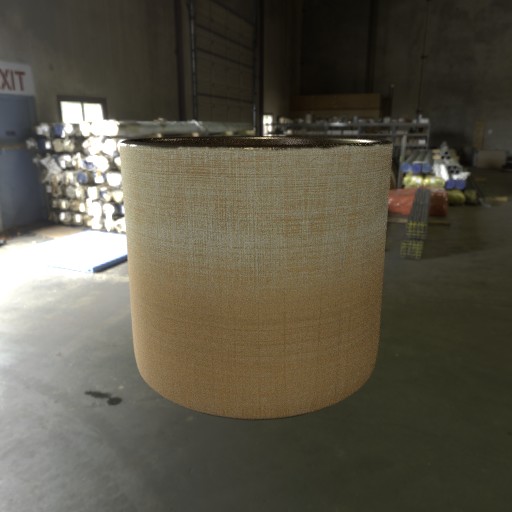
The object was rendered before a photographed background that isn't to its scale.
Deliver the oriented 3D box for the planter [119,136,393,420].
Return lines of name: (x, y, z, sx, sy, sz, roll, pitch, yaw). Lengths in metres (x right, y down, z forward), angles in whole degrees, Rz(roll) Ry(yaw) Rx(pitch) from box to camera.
planter: (0.000, 0.000, 0.393, 0.221, 0.201, 0.221, 0, 17, 0)
